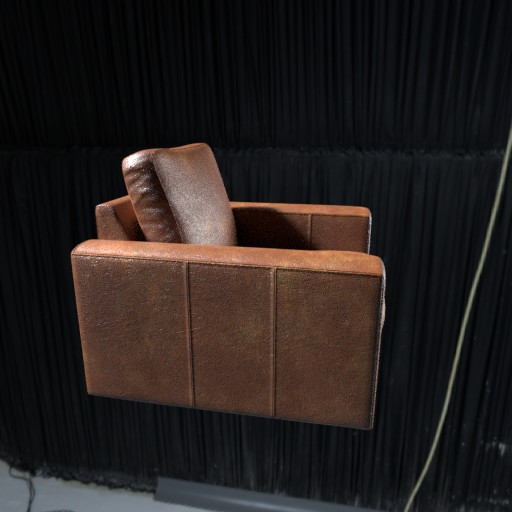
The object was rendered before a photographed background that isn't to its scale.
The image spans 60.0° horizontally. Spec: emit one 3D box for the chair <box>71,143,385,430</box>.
[{"bbox_3d":[0.000,0.000,1.818,1.016,0.873,1.005,3,17,11],"label":"chair"}]
